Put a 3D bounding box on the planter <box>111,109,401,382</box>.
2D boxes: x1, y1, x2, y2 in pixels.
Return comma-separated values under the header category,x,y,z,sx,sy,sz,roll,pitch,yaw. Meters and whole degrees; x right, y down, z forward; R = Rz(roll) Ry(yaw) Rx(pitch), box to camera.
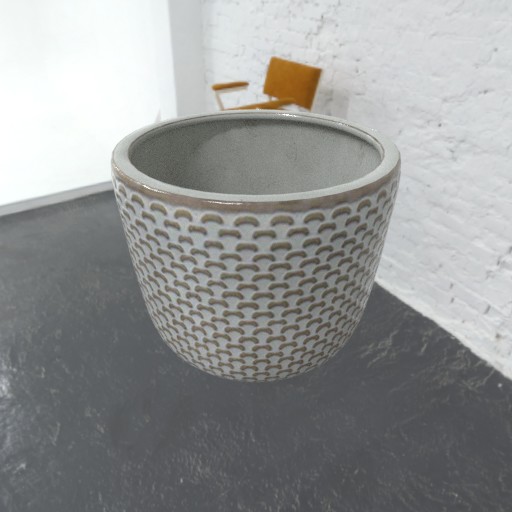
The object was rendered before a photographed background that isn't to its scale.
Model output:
category,x,y,z,sx,sy,sz,roll,pitch,yaw
planter,0.000,0.000,0.250,0.139,0.130,0.139,0,32,0
